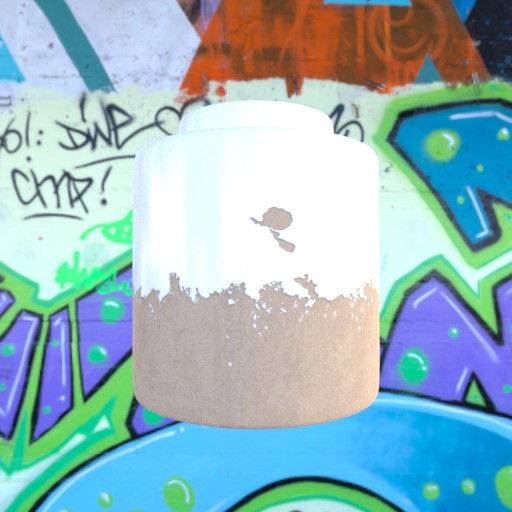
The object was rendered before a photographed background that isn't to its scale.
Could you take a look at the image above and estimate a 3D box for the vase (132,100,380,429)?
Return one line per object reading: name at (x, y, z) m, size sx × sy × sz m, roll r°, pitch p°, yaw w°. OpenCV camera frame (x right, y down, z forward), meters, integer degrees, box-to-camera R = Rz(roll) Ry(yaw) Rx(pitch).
vase at (0.000, 0.000, 0.285) m, size 0.153 × 0.167 × 0.153 m, roll 0°, pitch -1°, yaw 0°
